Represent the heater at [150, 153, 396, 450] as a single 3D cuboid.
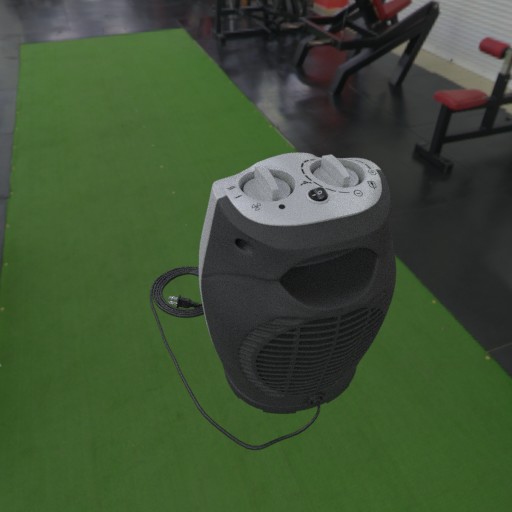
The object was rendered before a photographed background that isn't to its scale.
[{"bbox_3d":[0.000,0.000,0.476,0.239,0.255,0.291,-12,42,-14],"label":"heater"}]
